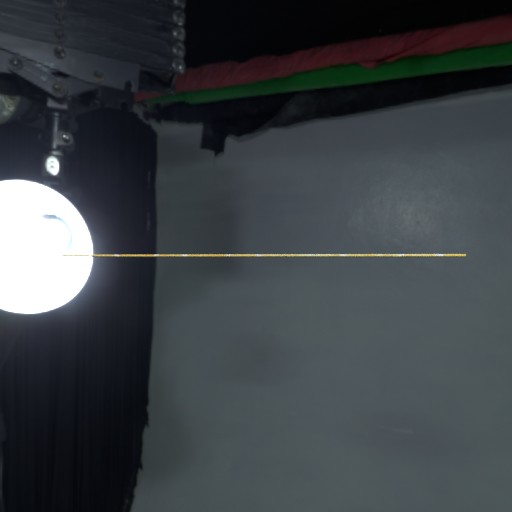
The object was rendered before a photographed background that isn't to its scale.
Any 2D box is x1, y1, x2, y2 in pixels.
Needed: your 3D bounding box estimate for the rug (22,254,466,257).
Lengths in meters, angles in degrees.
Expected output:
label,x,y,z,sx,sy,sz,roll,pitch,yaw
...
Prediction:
label,x,y,z,sx,sy,sz,roll,pitch,yaw
rug,0.000,0.000,2.286,1.829,0.010,1.213,0,0,18
